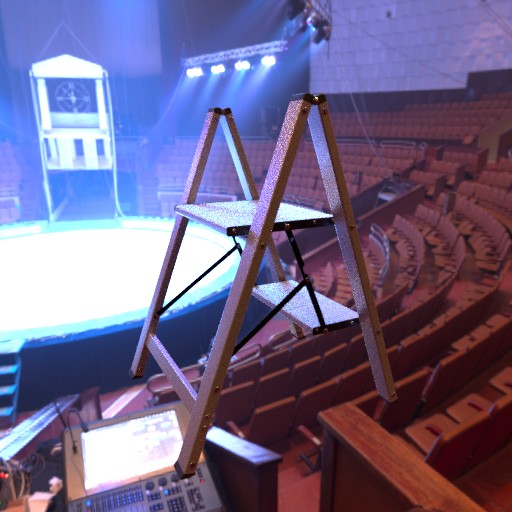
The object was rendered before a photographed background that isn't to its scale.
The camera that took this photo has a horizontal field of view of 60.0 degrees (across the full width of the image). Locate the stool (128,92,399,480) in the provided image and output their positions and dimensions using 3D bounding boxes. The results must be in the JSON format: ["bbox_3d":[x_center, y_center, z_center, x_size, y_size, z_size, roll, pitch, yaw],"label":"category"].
[{"bbox_3d":[0.000,0.000,1.019,0.535,0.670,0.440,-8,17,-27],"label":"stool"}]
